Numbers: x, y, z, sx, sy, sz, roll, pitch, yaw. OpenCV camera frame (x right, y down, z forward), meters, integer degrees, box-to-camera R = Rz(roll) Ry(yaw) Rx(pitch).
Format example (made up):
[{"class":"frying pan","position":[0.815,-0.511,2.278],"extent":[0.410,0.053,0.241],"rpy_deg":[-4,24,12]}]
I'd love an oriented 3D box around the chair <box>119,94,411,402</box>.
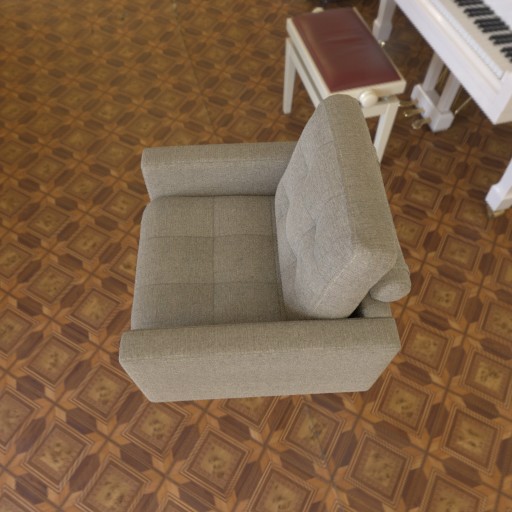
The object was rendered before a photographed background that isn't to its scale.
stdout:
[{"class":"chair","position":[0.000,0.000,1.529],"extent":[0.843,0.880,0.821],"rpy_deg":[-3,58,-2]}]
